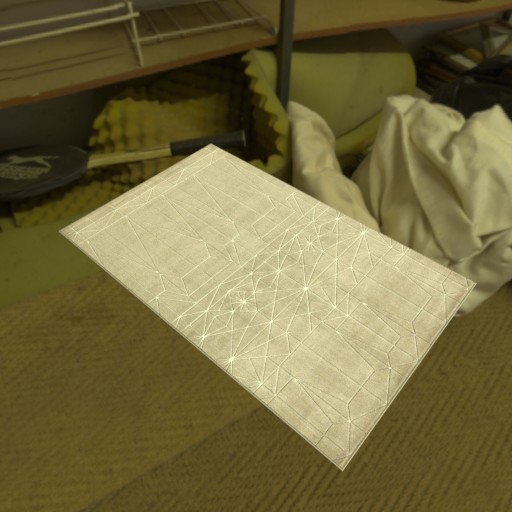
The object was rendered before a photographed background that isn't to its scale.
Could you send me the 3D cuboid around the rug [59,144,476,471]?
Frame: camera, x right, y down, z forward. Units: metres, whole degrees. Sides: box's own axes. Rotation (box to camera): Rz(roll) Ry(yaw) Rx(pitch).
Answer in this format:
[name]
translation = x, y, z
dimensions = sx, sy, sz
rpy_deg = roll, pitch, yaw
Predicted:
[rug]
translation = 0.000, 0.000, 3.014
dimensions = 2.438, 0.012, 1.524
rpy_deg = 33, 55, 27
